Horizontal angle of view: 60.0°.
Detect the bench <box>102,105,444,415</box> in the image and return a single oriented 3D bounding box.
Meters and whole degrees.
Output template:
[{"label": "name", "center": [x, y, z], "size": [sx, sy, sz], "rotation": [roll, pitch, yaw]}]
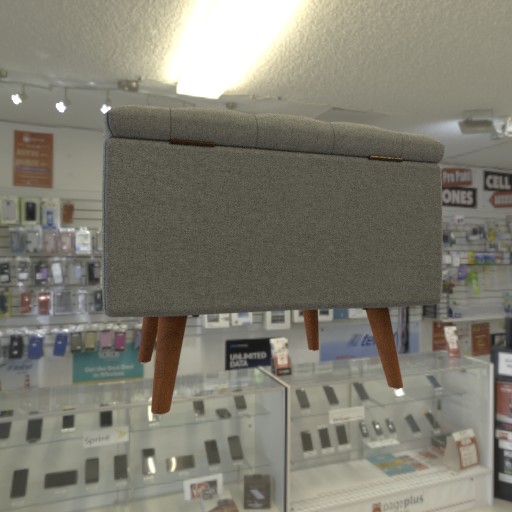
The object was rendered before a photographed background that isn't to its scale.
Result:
[{"label": "bench", "center": [0.000, 0.000, 0.880], "size": [0.572, 0.469, 0.417], "rotation": [0, 0, -18]}]
